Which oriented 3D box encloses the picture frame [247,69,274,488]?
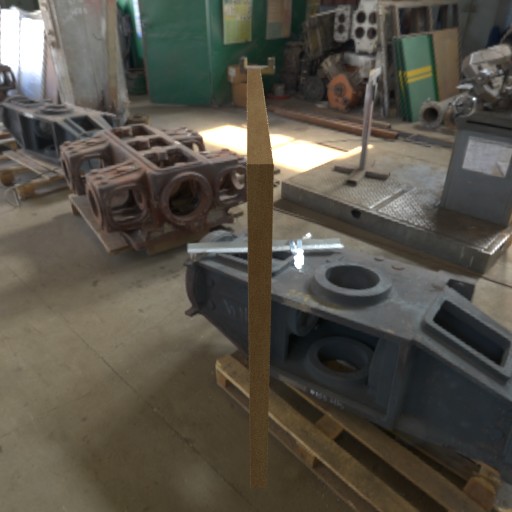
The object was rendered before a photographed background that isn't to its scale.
[{"bbox_3d":[0.000,0.000,1.119,0.037,0.761,0.758,0,32,-1],"label":"picture frame"}]
